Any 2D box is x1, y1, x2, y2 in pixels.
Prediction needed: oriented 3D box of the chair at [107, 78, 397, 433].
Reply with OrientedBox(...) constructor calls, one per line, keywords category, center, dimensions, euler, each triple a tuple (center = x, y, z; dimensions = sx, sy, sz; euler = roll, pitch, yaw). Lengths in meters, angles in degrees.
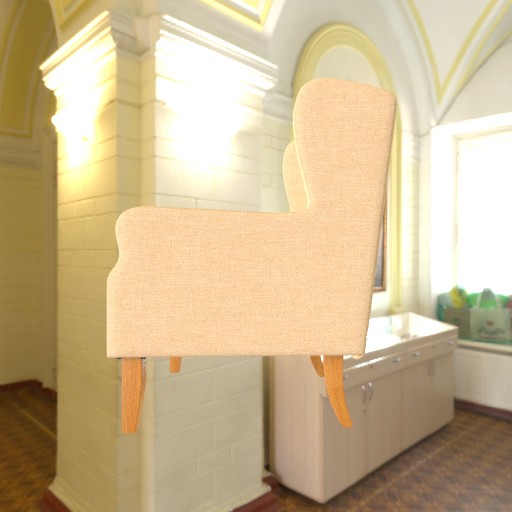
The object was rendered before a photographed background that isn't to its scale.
OrientedBox(category="chair", center=(0.000, 0.000, 1.475), dimensions=(0.760, 0.930, 0.710), euler=(0, 0, 1))
